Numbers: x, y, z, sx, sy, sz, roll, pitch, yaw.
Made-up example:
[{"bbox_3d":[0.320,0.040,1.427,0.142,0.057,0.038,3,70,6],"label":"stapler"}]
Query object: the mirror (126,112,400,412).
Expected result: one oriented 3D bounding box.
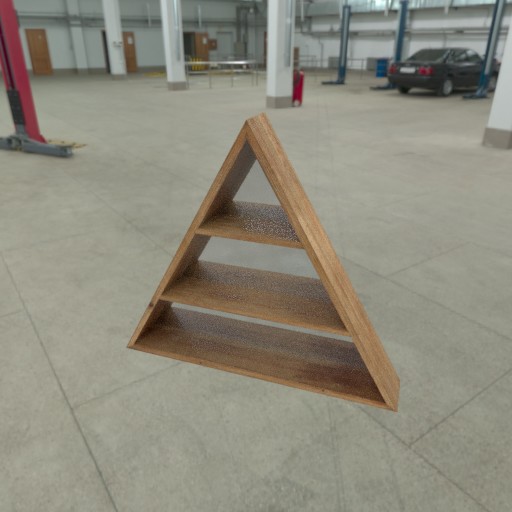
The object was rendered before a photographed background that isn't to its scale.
[{"bbox_3d":[0.000,0.000,0.898,0.631,0.548,0.100,9,27,17],"label":"mirror"}]
